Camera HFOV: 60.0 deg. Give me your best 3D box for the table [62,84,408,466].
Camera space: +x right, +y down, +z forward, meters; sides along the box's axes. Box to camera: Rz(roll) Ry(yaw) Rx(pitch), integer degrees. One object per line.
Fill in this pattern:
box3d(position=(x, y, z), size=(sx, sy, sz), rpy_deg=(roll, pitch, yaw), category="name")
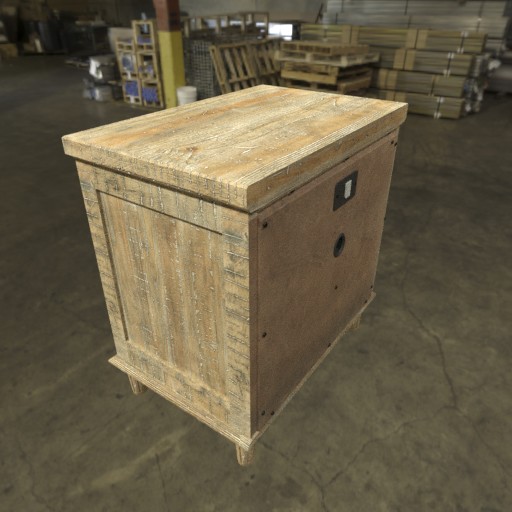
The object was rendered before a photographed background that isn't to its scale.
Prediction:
box3d(position=(0.000, 0.000, 1.161), size=(0.457, 0.711, 0.686), rpy_deg=(20, 36, 30), category="table")
